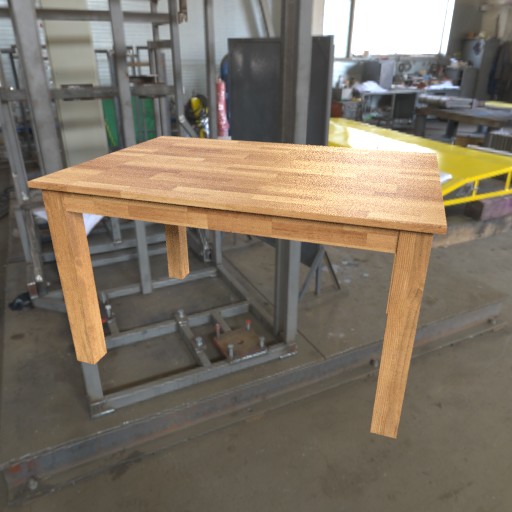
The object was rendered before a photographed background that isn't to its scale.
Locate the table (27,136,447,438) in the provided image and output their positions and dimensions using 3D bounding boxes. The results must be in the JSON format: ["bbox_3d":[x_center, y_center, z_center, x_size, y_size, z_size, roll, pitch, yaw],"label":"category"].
[{"bbox_3d":[0.000,0.000,1.828,1.300,0.750,0.900,8,26,17],"label":"table"}]
